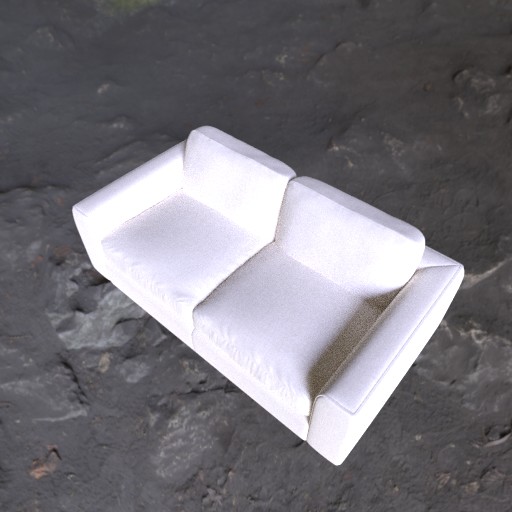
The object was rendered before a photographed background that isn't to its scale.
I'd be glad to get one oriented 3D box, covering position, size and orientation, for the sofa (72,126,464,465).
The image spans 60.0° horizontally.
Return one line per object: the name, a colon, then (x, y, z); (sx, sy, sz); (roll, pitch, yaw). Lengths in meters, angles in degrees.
sofa: (0.000, 0.000, 2.479); (1.920, 0.801, 1.069); (32, 55, 26)
